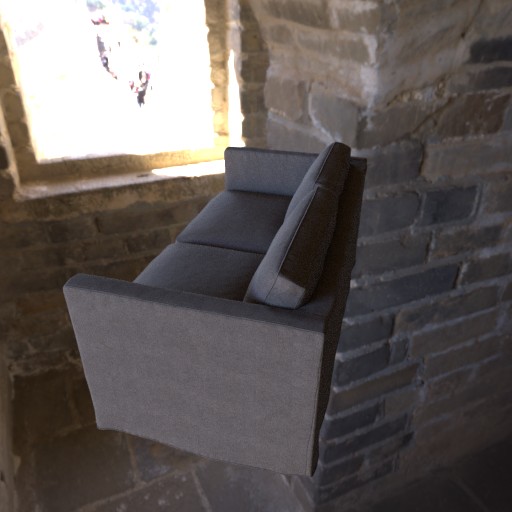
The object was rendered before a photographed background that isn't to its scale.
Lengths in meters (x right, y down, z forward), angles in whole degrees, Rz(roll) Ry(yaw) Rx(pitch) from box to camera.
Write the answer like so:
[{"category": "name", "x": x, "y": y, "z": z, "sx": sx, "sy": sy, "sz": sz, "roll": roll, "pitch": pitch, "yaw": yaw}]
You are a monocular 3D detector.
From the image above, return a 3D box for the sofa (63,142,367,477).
[{"category": "sofa", "x": 0.000, "y": 0.000, "z": 2.319, "sx": 0.974, "sy": 0.854, "sz": 1.802, "roll": 8, "pitch": 31, "yaw": 14}]
